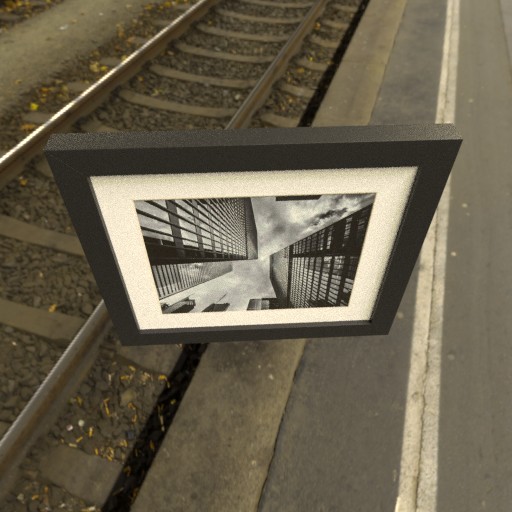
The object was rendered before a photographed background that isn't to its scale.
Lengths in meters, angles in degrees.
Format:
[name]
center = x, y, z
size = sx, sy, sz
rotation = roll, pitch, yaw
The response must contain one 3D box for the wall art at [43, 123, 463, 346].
[wall art]
center = 0.000, 0.000, 0.527
size = 0.381, 0.321, 0.028
rotation = -2, 46, -2
